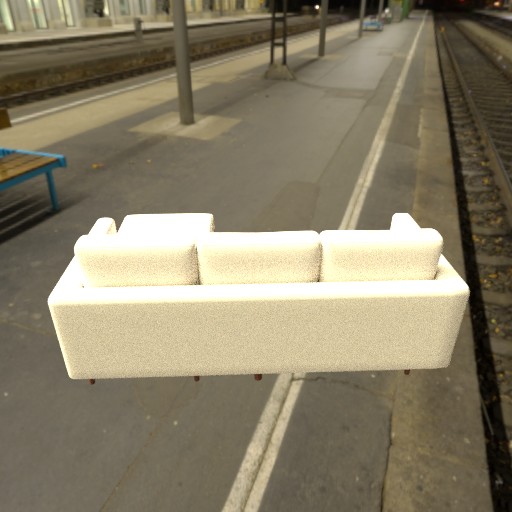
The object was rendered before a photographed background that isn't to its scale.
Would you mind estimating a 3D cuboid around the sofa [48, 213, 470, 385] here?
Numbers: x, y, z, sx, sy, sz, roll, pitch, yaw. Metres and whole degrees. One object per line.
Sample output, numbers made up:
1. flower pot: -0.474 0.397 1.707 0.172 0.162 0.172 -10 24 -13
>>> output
1. sofa: 0.000 0.000 2.881 2.029 0.899 1.580 -1 30 -2
